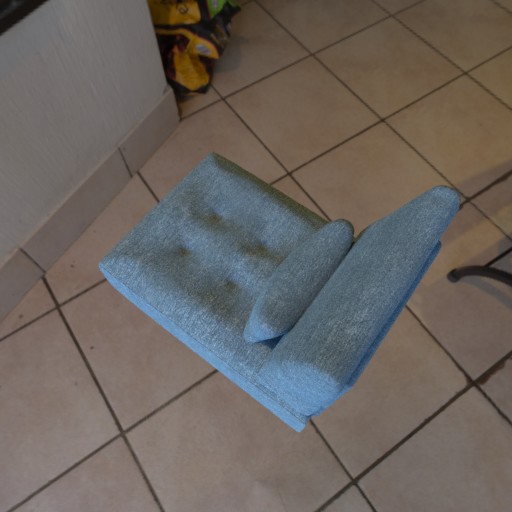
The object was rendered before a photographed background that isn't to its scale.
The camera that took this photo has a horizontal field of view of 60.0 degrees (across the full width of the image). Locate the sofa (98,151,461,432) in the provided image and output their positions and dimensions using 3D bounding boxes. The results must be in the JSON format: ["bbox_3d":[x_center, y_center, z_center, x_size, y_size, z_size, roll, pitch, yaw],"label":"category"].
[{"bbox_3d":[0.000,0.000,1.578,1.000,0.820,0.700,34,68,16],"label":"sofa"}]
